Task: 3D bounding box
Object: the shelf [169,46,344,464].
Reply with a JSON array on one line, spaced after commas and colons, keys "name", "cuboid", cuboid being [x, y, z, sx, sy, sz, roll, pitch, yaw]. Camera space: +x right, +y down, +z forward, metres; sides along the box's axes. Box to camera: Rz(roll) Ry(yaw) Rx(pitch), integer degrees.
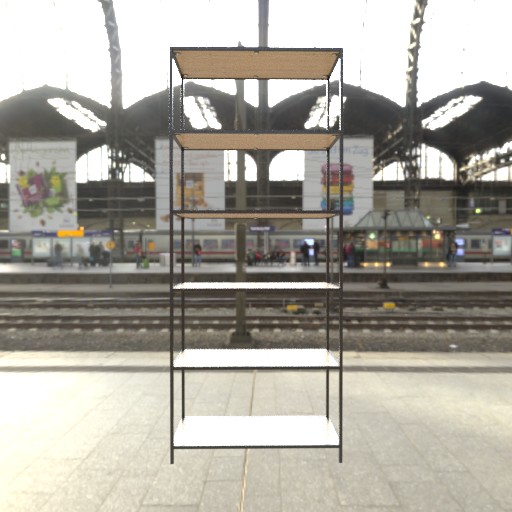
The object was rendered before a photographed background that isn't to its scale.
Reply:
[{"name": "shelf", "cuboid": [0.000, 0.000, 2.141, 0.770, 1.850, 0.350, 0, 1, -1]}]
